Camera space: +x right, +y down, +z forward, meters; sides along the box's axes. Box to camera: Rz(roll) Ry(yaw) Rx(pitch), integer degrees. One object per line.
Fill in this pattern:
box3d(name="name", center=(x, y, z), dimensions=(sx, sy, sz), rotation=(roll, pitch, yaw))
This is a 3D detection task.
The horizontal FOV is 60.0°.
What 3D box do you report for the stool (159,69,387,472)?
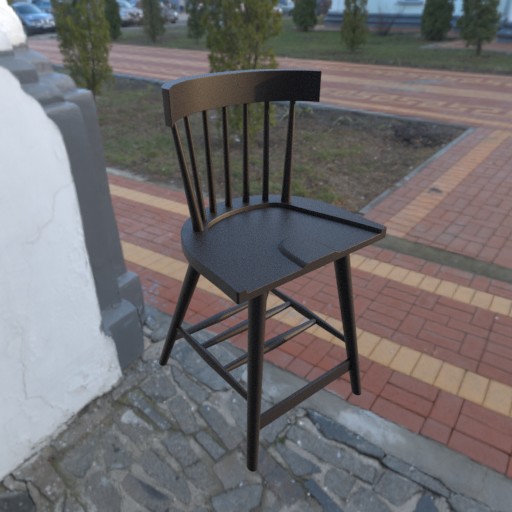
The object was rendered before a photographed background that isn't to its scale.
box3d(name="stool", center=(0.000, 0.000, 1.275), dimensions=(0.494, 0.953, 0.549), rotation=(-22, 36, -32))
